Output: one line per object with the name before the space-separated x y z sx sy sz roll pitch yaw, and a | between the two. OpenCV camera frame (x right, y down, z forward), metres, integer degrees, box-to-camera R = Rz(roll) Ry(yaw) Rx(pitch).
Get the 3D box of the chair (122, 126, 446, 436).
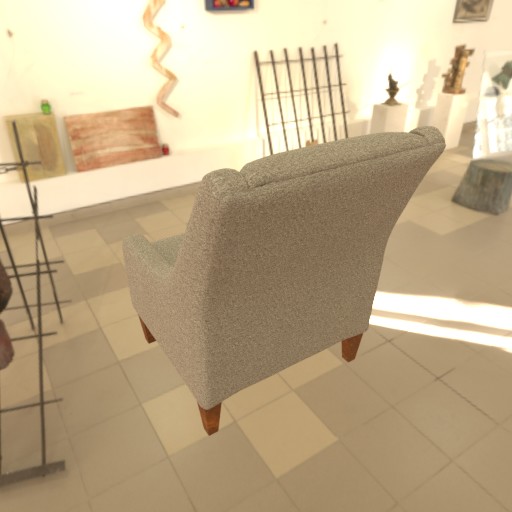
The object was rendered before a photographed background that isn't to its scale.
chair | 0.000 0.000 1.636 0.774 1.016 0.870 -18 35 -28
